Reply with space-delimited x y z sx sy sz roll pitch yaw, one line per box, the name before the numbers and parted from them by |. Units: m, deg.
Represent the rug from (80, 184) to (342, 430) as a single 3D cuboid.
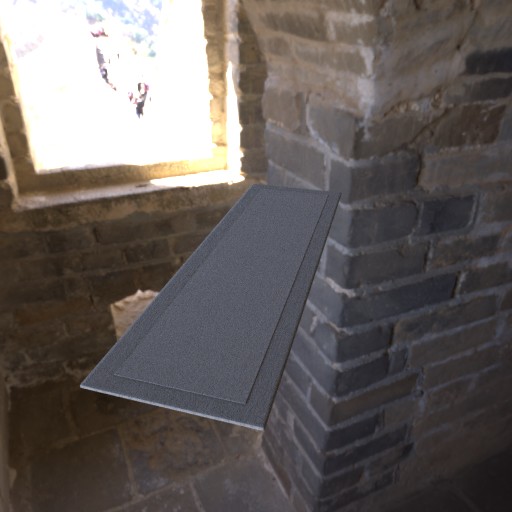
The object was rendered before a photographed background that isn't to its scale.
rug | 0.000 0.000 2.682 0.759 0.012 2.430 8 30 14
